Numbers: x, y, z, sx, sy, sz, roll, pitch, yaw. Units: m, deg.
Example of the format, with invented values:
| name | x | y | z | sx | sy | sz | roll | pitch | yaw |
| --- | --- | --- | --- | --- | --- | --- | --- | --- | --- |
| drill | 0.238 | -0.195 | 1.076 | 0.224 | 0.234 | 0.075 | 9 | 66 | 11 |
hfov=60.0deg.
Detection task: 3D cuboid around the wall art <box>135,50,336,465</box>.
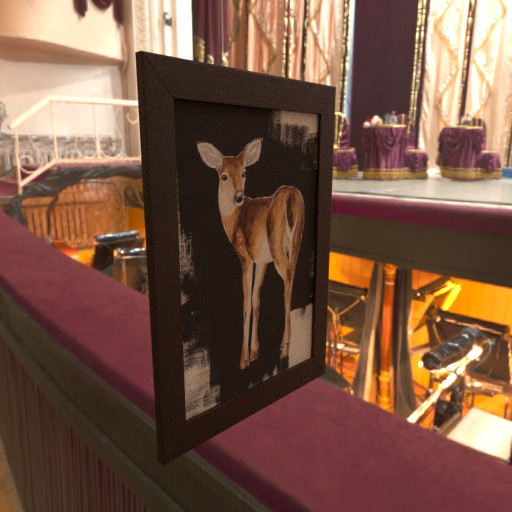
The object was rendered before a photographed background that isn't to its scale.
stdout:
| name | x | y | z | sx | sy | sz | roll | pitch | yaw |
| --- | --- | --- | --- | --- | --- | --- | --- | --- | --- |
| wall art | 0.000 | 0.000 | 0.656 | 0.013 | 0.508 | 0.359 | 12 | 18 | 43 |
